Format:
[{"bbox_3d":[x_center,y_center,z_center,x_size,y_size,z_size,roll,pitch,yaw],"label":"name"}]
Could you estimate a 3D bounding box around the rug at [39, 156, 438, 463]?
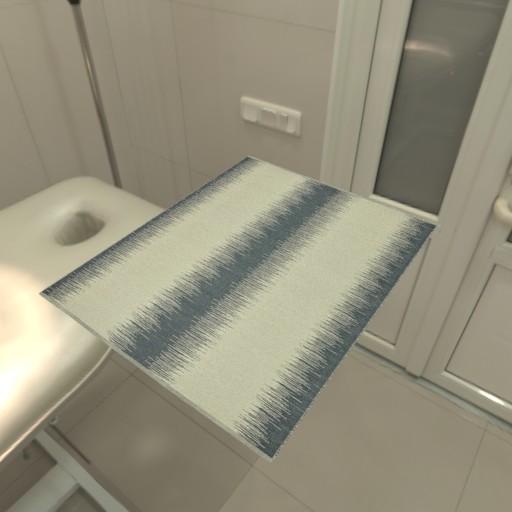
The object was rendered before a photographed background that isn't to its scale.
[{"bbox_3d":[0.000,0.000,4.200,2.453,0.004,3.037,26,47,26],"label":"rug"}]
